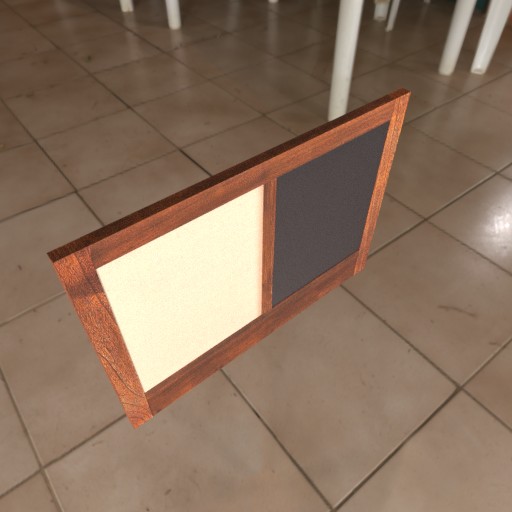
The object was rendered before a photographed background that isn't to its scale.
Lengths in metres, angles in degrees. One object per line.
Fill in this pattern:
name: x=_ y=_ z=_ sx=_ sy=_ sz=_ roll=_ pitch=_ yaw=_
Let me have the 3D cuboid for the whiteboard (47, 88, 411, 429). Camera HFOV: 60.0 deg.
whiteboard: x=0.000 y=0.000 z=0.982 sx=0.768 sy=0.553 sz=0.083 roll=-31 pitch=54 yaw=-26
